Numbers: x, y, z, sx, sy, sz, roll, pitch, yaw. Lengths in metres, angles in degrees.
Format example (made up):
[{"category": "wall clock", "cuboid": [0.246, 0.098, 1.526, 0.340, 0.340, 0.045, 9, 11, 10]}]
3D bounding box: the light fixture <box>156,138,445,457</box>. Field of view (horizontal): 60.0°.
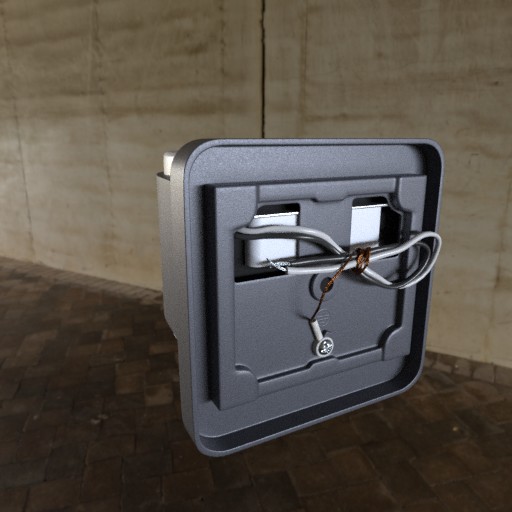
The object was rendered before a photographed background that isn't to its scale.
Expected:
[{"category": "light fixture", "cuboid": [0.000, 0.000, 0.212, 0.109, 0.109, 0.132, -8, 17, -27]}]
